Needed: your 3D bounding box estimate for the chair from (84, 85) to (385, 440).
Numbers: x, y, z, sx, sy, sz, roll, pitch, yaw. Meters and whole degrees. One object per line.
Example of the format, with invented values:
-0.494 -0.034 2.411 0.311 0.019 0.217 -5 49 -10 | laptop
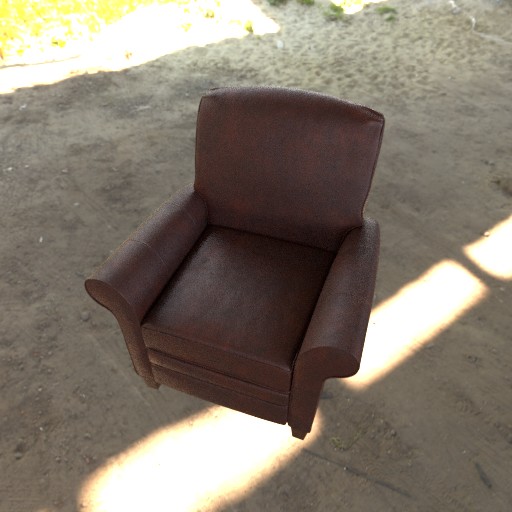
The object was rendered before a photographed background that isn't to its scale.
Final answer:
0.000 0.000 1.790 0.978 1.061 0.902 14 43 15 | chair
